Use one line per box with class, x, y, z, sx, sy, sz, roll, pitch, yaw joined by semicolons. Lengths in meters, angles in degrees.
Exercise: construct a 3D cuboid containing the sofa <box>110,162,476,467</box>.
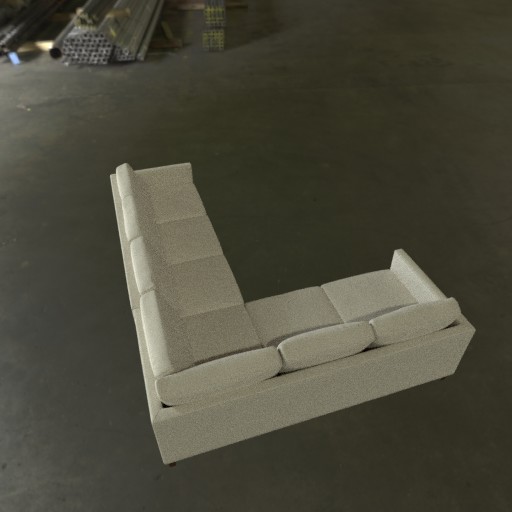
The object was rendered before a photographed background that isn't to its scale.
sofa;0.000;0.000;4.312;2.432;0.863;3.182;-12;42;-14
